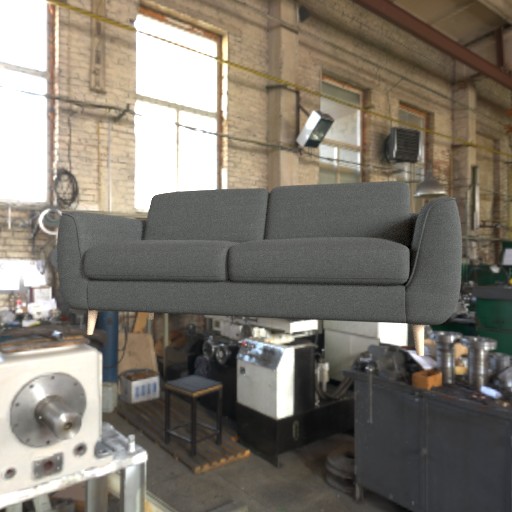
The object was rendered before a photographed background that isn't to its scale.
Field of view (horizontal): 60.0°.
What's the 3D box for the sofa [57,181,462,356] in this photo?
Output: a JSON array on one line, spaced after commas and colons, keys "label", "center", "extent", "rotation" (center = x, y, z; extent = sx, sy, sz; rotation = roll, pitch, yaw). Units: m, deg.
[{"label": "sofa", "center": [0.000, 0.000, 2.445], "extent": [2.000, 0.850, 0.920], "rotation": [0, 0, 18]}]
